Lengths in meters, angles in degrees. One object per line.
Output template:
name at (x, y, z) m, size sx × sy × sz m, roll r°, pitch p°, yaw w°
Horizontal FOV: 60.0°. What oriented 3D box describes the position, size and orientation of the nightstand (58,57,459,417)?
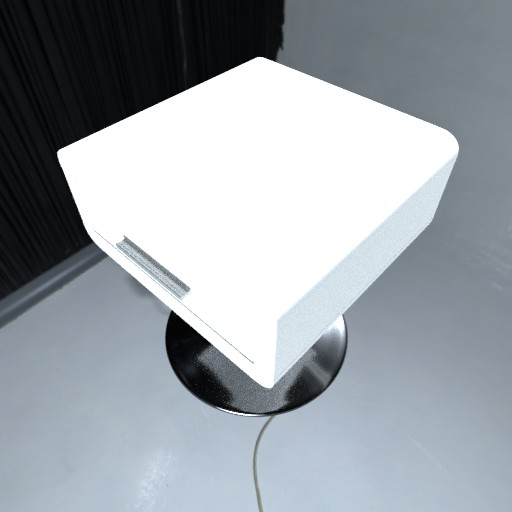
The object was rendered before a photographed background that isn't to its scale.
nightstand at (0.000, 0.000, 0.756) m, size 0.399 × 0.447 × 0.404 m, roll 34°, pitch 56°, yaw 27°
